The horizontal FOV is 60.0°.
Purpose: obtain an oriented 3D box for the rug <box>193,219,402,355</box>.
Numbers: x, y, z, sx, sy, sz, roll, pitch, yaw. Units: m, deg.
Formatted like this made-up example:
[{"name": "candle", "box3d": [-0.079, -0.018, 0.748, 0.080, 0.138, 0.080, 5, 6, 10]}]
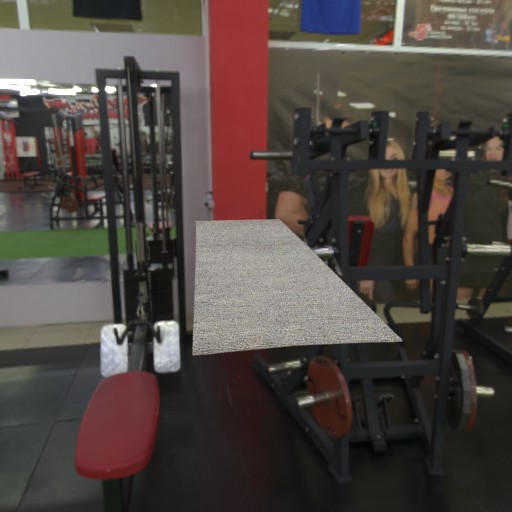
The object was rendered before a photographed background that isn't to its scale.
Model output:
[{"name": "rug", "box3d": [0.000, 0.000, 2.544, 0.697, 0.013, 2.335, -2, 15, -7]}]
